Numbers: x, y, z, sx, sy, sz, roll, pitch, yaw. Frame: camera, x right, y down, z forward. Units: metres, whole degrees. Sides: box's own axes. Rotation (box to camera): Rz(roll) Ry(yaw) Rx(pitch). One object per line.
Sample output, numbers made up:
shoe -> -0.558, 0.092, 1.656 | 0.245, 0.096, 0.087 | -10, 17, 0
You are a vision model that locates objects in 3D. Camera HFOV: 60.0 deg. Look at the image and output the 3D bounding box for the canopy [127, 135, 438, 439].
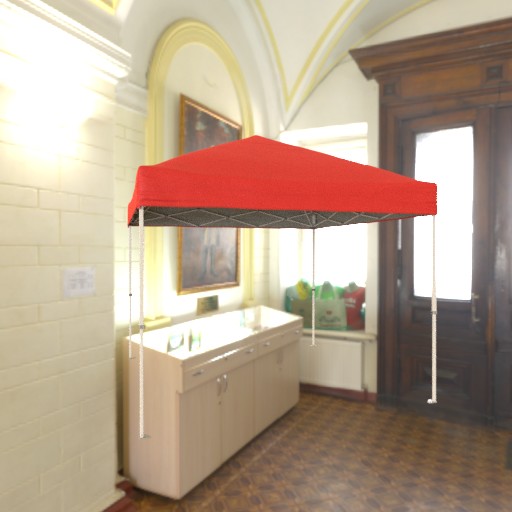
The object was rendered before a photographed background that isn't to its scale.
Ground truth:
canopy -> 0.000, 0.000, 5.505 | 2.998, 2.997, 2.996 | 0, 0, -18
